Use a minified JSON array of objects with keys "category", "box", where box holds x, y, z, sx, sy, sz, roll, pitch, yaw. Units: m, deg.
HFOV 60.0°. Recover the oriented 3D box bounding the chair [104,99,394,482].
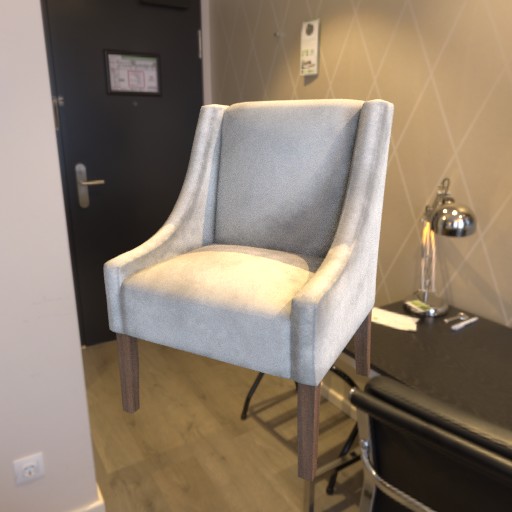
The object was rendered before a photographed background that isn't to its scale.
[{"category":"chair","box":[0.000,0.000,1.311,0.629,0.895,0.629,8,18,27]}]
